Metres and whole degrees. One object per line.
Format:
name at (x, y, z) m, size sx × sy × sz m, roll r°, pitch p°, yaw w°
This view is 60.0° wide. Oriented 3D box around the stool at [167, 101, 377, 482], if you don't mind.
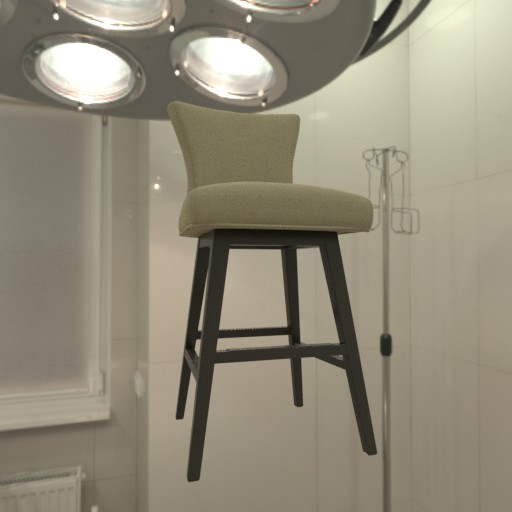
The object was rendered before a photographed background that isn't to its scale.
stool at (0.000, 0.000, 1.398) m, size 0.514 × 1.086 × 0.574 m, roll 0°, pitch -1°, yaw -17°
